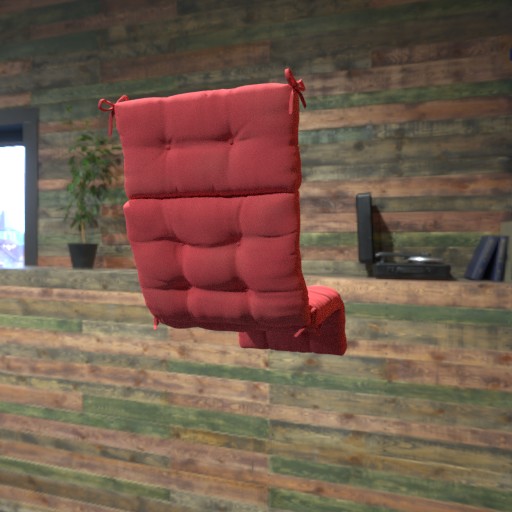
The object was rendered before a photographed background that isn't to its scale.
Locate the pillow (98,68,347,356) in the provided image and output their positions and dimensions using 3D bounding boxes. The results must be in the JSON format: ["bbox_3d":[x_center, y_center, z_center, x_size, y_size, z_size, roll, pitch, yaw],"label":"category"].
[{"bbox_3d":[0.000,0.000,1.513,0.526,0.863,1.016,0,1,19],"label":"pillow"}]
